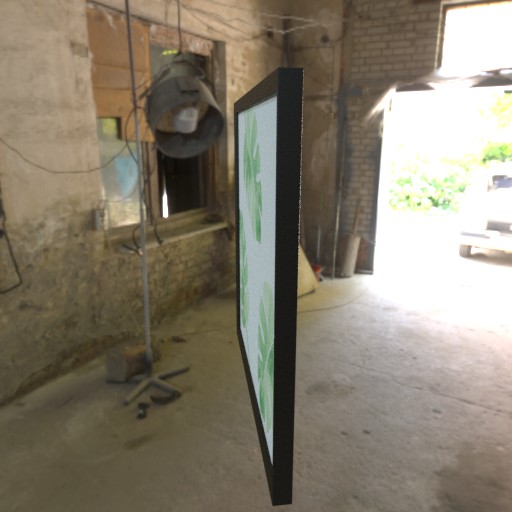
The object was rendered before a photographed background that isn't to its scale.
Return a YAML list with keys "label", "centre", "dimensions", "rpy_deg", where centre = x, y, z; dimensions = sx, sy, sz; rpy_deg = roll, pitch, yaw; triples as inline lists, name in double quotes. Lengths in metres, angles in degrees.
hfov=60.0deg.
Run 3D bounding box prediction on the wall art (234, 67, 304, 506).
- label: "wall art"
  centre: [0.000, 0.000, 1.098]
  dimensions: [0.038, 0.765, 0.765]
  rpy_deg: [-2, 15, -7]
